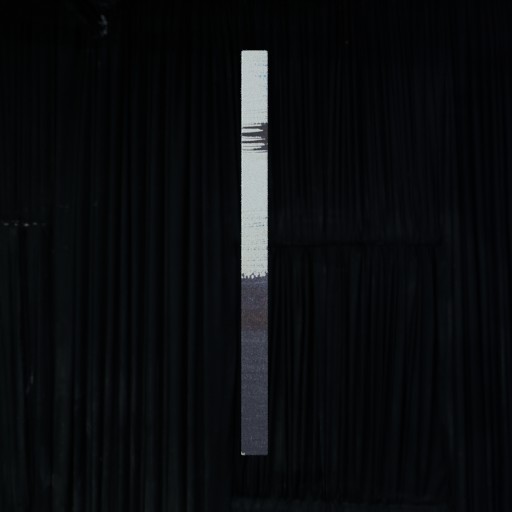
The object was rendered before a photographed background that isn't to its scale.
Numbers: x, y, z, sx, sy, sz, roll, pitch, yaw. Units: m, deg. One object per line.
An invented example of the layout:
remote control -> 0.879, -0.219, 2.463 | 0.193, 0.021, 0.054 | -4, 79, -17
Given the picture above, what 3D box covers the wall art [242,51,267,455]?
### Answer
wall art -> 0.000, 0.000, 1.125 | 0.039, 0.610, 0.914 | 0, -1, 0
